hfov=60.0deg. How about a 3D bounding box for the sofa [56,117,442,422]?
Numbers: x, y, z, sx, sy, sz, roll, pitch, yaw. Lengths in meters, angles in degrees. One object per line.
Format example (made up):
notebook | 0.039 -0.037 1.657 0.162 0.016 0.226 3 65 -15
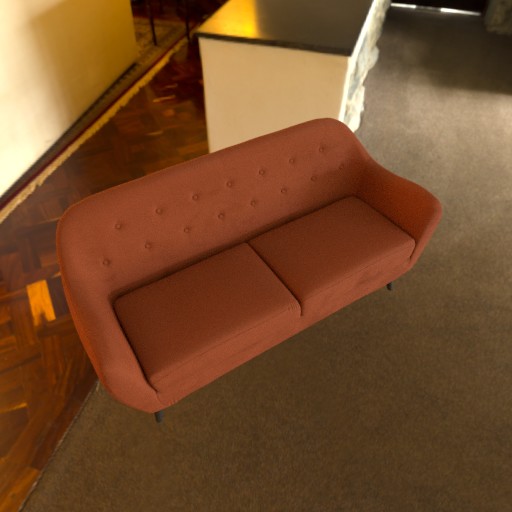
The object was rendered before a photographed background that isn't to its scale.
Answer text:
sofa | 0.000 0.000 2.302 1.840 0.836 0.820 -25 51 -22
